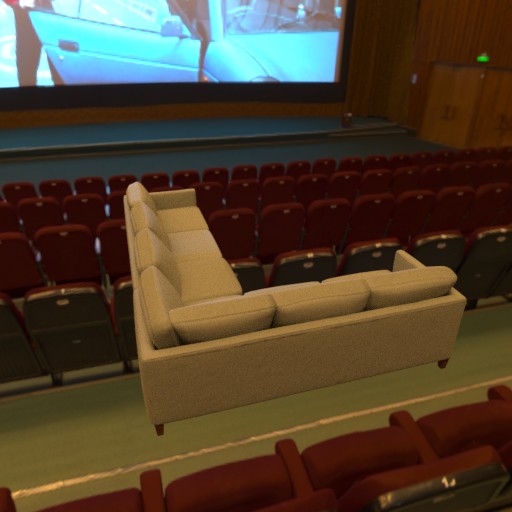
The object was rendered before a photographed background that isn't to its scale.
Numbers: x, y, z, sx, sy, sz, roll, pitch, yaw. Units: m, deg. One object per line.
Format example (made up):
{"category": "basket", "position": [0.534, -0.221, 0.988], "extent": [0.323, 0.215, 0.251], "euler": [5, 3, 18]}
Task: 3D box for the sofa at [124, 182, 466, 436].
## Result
{"category": "sofa", "position": [0.000, 0.000, 4.688], "extent": [2.592, 0.947, 3.301], "euler": [-8, 29, -15]}
